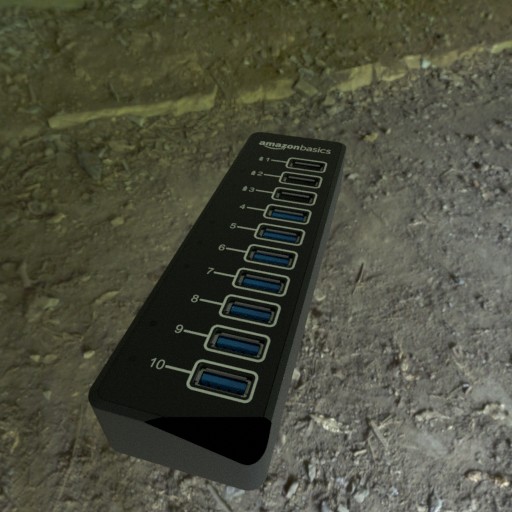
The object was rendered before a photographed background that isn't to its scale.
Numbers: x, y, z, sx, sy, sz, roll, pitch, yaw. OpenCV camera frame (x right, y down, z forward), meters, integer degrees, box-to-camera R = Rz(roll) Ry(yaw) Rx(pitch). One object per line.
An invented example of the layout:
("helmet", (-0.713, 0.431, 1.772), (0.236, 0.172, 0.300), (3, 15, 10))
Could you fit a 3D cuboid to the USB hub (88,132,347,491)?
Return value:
("USB hub", (0.000, 0.000, 0.158), (0.044, 0.023, 0.145), (11, 43, 12))
